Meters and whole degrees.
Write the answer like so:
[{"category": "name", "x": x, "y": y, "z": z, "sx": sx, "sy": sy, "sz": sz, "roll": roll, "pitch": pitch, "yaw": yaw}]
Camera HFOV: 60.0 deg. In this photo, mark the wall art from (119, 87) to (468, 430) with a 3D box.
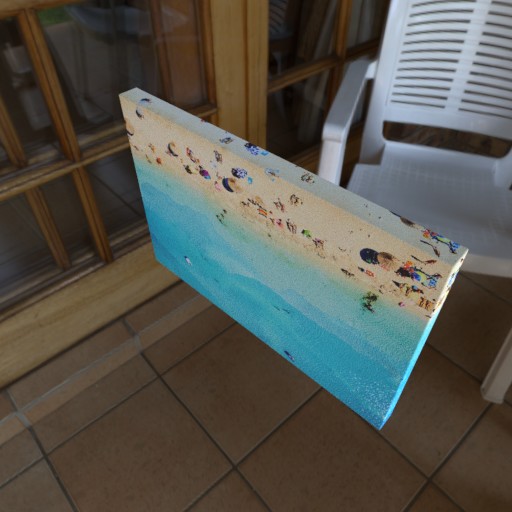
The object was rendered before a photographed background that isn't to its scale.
[{"category": "wall art", "x": 0.000, "y": 0.000, "z": 1.133, "sx": 0.894, "sy": 0.595, "sz": 0.057, "roll": 33, "pitch": 54, "yaw": 29}]
